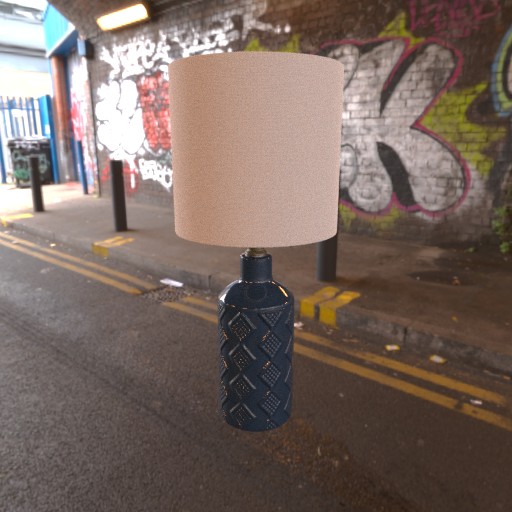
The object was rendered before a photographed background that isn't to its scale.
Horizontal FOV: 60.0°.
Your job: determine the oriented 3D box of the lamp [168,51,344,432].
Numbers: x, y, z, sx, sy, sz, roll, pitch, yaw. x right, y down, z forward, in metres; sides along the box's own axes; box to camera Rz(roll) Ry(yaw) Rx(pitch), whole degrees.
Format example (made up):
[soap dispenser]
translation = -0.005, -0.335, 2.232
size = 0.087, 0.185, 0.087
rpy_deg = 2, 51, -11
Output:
[lamp]
translation = 0.000, 0.000, 0.585
size = 0.207, 0.461, 0.207
rpy_deg = -2, 14, -9
